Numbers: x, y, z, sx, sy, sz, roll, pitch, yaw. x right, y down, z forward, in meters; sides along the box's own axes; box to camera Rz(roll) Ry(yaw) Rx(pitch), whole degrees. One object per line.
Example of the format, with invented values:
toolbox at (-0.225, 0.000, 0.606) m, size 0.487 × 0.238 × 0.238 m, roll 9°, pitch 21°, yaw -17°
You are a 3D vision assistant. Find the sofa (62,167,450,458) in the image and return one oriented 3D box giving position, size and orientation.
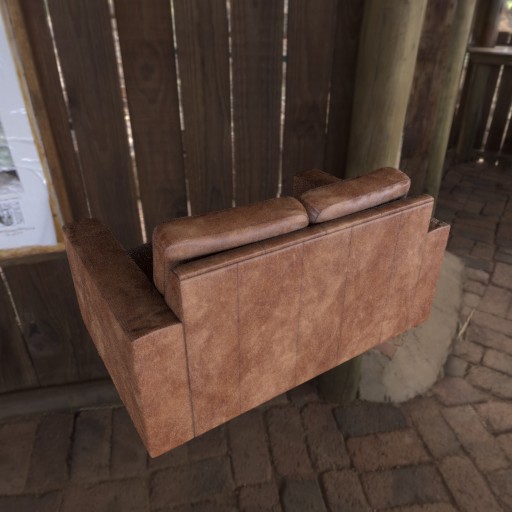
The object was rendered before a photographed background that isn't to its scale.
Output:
sofa at (0.000, 0.000, 2.248) m, size 1.626 × 0.889 × 1.041 m, roll -17°, pitch 34°, yaw -28°
